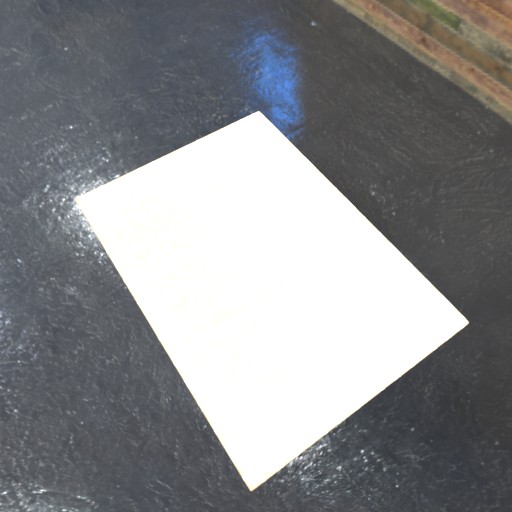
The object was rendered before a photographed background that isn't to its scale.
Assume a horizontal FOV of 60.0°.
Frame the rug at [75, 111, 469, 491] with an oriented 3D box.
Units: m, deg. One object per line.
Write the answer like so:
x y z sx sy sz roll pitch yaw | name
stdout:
0.000 0.000 2.781 1.524 0.010 2.134 -31 64 -17 | rug
